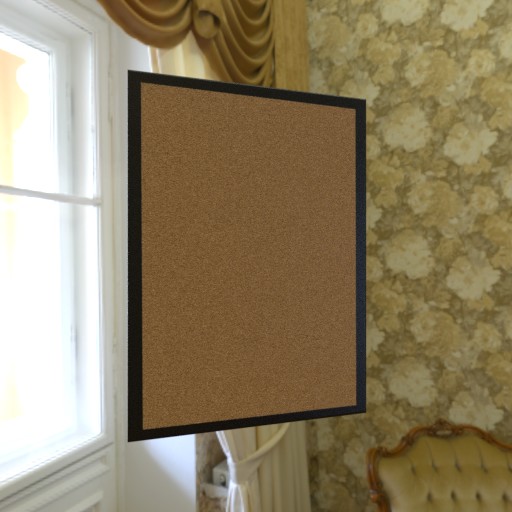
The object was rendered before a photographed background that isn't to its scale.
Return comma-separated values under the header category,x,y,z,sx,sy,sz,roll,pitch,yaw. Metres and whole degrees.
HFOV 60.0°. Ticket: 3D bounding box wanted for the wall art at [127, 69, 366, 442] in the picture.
category,x,y,z,sx,sy,sz,roll,pitch,yaw
wall art,0.000,0.000,0.862,0.480,0.657,0.016,0,0,-18
